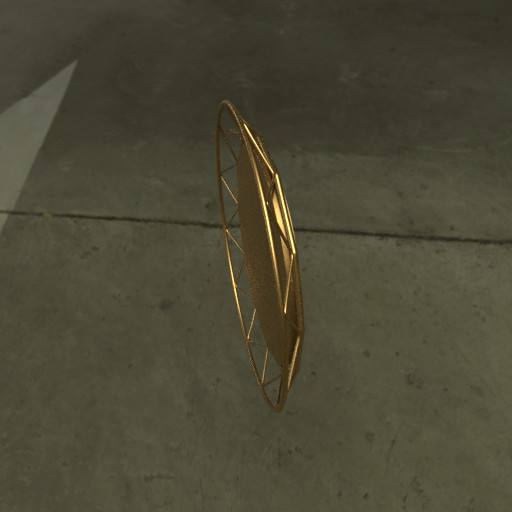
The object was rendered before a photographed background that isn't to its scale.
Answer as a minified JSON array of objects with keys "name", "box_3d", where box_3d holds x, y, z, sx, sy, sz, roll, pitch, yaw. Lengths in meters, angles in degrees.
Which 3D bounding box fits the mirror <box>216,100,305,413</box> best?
[{"name":"mirror","box_3d":[0.000,0.000,0.675,0.043,0.454,0.454,-10,46,-9]}]
